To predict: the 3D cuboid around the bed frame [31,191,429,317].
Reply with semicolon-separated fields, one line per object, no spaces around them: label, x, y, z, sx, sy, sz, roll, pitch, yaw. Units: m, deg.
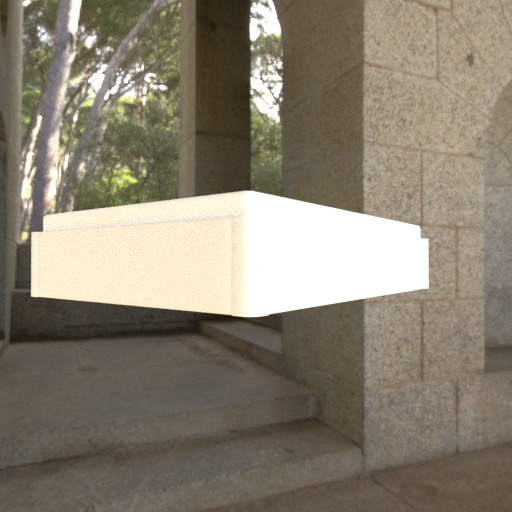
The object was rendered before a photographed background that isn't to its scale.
bed frame;0.000;0.000;2.535;1.400;0.406;1.900;-1;-1;37
